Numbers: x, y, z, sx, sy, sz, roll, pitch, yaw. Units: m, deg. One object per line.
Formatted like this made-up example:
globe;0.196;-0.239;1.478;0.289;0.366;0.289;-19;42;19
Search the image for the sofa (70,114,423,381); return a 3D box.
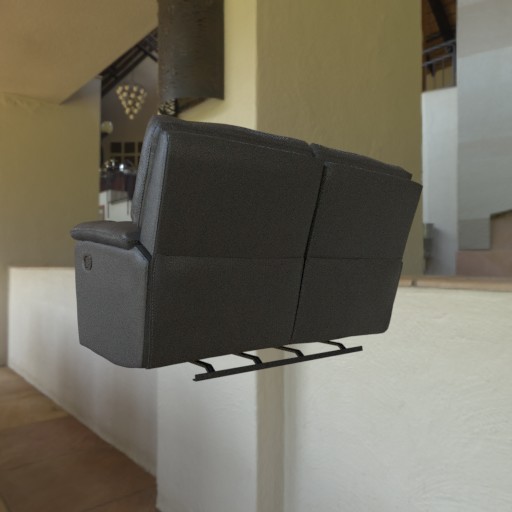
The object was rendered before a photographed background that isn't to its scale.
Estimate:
sofa;0.000;0.000;2.473;1.765;1.111;1.104;1;-1;-38
